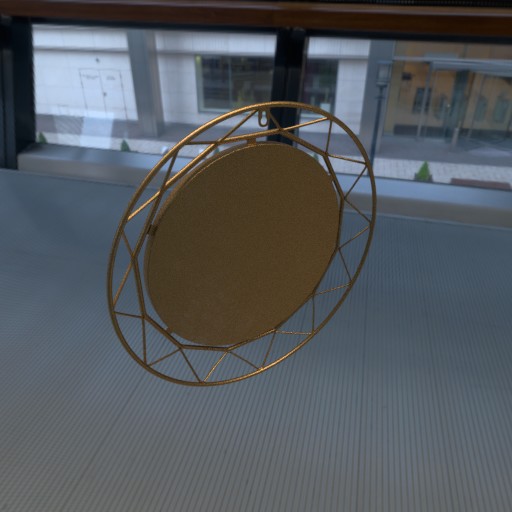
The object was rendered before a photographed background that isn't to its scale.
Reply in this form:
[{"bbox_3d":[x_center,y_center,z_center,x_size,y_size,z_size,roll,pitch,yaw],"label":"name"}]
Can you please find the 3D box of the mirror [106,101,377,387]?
[{"bbox_3d":[0.000,0.000,0.667,0.454,0.454,0.043,-18,36,-27],"label":"mirror"}]
